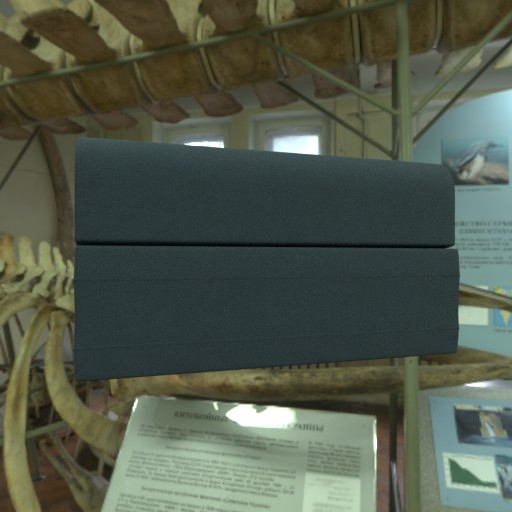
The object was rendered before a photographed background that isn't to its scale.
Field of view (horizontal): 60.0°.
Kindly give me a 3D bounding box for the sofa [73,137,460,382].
[{"bbox_3d":[0.000,0.000,1.671,1.219,0.660,0.762,0,0,-17],"label":"sofa"}]
